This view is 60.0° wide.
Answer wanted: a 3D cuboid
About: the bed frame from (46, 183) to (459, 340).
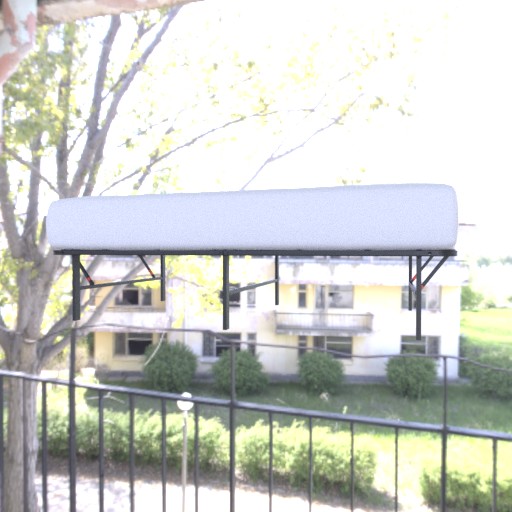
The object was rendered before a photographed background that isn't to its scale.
[{"bbox_3d":[0.000,0.000,2.407,1.908,0.640,1.025,0,1,17],"label":"bed frame"}]
